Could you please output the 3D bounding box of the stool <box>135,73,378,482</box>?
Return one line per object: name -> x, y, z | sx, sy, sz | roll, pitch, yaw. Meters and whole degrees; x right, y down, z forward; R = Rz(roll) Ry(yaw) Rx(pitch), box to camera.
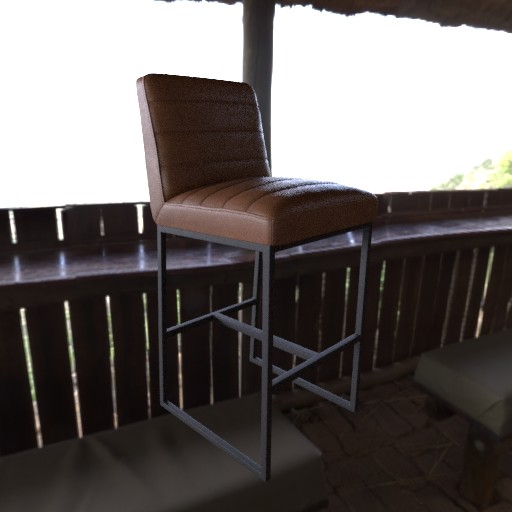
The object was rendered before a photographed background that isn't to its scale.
stool -> 0.000, 0.000, 1.336 | 0.556, 1.040, 0.458 | 15, 21, 43
